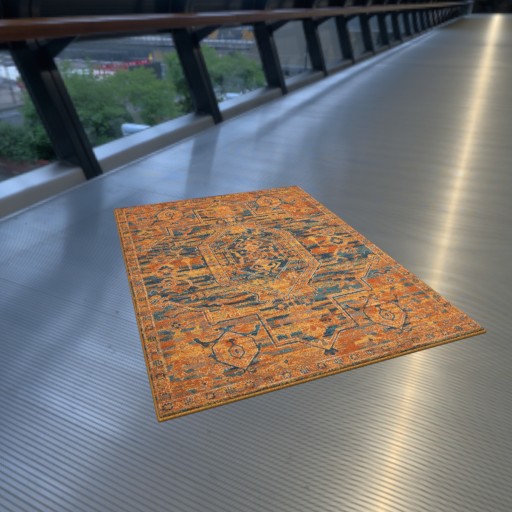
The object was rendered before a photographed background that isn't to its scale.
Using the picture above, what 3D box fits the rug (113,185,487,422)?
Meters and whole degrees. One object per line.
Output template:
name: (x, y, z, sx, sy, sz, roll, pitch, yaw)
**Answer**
rug: (0.000, 0.000, 2.817, 1.588, 0.024, 2.204, -10, 30, -17)
